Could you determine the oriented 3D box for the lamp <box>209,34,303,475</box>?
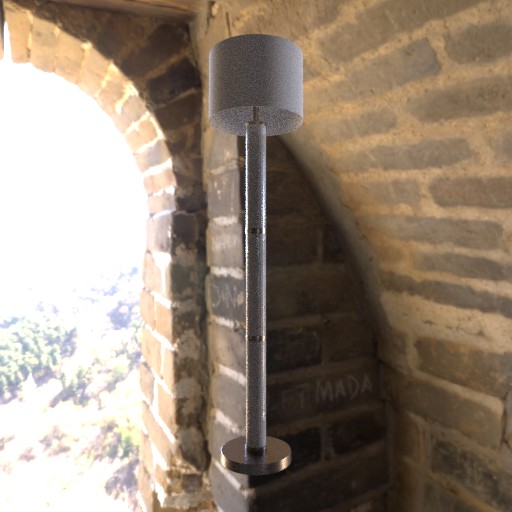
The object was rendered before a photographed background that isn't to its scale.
[{"bbox_3d":[0.000,0.000,1.763,0.377,1.599,0.377,0,-1,18],"label":"lamp"}]
